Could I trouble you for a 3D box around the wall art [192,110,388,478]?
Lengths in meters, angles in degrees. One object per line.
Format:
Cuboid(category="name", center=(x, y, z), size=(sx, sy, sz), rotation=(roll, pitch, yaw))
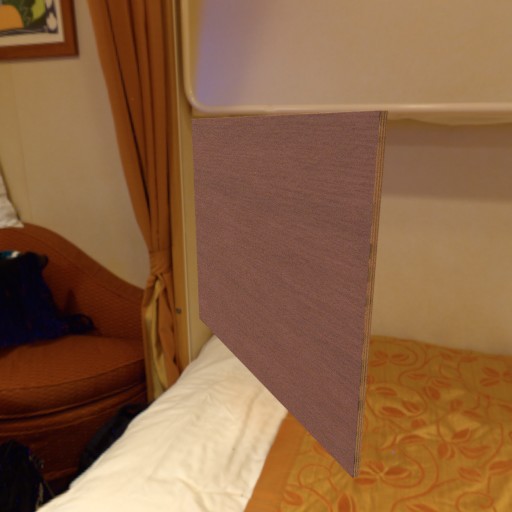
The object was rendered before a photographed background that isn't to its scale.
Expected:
Cuboid(category="wall art", center=(0.000, 0.000, 0.678), size=(0.010, 0.408, 0.508), rotation=(-8, 18, -26))
